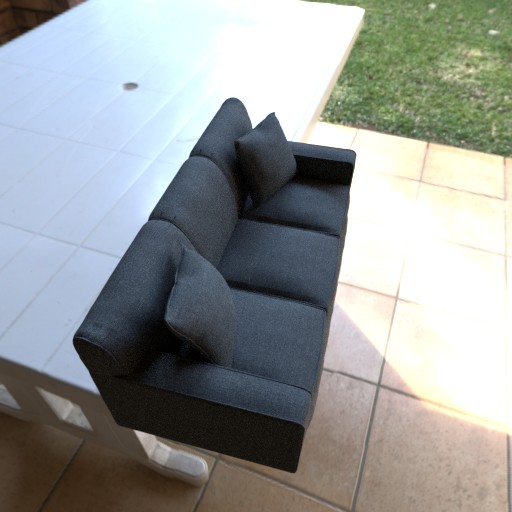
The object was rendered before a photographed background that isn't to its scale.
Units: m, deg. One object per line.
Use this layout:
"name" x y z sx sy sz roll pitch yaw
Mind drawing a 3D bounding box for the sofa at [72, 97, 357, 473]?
"sofa" 0.000 0.000 2.603 0.997 0.958 2.024 11 47 10
